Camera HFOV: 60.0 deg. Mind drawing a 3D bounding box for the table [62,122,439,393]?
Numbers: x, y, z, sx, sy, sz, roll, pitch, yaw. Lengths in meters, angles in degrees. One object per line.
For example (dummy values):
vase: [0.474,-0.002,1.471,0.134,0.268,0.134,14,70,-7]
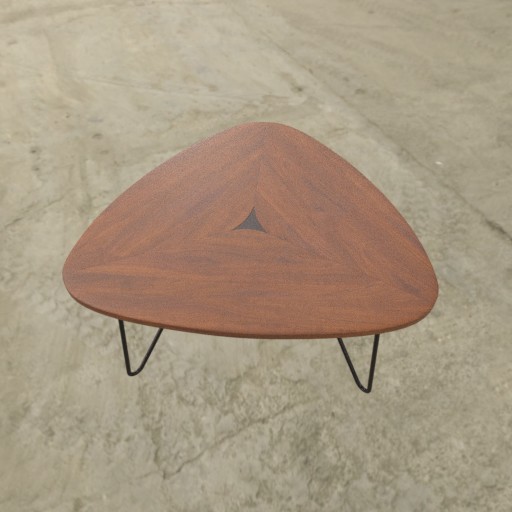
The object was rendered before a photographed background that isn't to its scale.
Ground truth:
table: [0.000,0.000,1.305,0.833,0.413,0.821,3,46,3]
